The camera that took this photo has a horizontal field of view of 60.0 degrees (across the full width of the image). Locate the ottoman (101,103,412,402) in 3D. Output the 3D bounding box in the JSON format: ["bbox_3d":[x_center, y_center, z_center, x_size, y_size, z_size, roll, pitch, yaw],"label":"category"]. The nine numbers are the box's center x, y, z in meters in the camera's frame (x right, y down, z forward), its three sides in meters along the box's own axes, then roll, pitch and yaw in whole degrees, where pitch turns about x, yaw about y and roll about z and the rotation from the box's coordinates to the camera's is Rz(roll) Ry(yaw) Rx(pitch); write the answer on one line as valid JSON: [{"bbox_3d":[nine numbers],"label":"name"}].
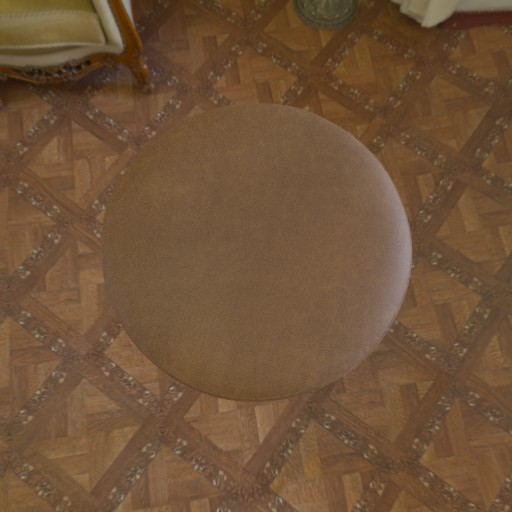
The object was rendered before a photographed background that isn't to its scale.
[{"bbox_3d":[0.000,0.000,1.254,0.771,0.460,0.771,0,75,0],"label":"ottoman"}]
